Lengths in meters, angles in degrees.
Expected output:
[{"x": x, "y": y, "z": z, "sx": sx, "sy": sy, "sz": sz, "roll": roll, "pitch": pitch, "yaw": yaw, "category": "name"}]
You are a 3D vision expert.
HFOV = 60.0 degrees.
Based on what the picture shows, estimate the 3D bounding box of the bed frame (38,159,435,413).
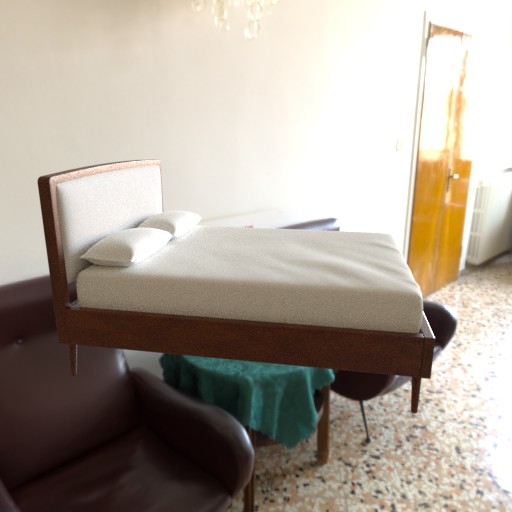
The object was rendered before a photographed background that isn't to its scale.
[{"x": 0.000, "y": 0.000, "z": 3.173, "sx": 2.171, "sy": 1.279, "sz": 1.587, "roll": 3, "pitch": 16, "yaw": 10, "category": "bed frame"}]
